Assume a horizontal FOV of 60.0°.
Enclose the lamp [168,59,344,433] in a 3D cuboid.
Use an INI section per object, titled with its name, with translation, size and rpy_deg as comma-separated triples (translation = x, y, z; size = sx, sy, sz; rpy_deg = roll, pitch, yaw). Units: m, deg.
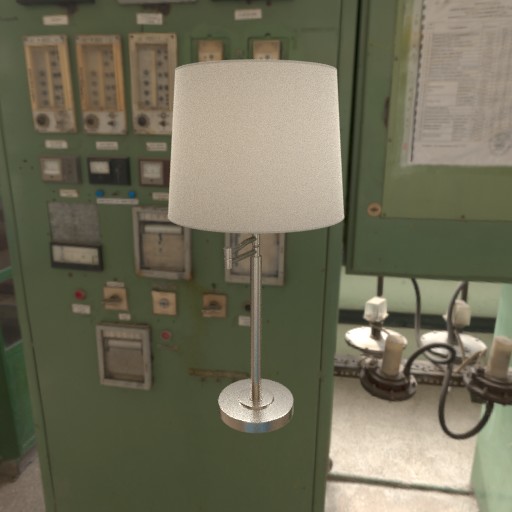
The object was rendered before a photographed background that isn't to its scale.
[lamp]
translation = 0.000, 0.000, 0.874
size = 0.333, 0.696, 0.333
rpy_deg = 0, 16, 0
